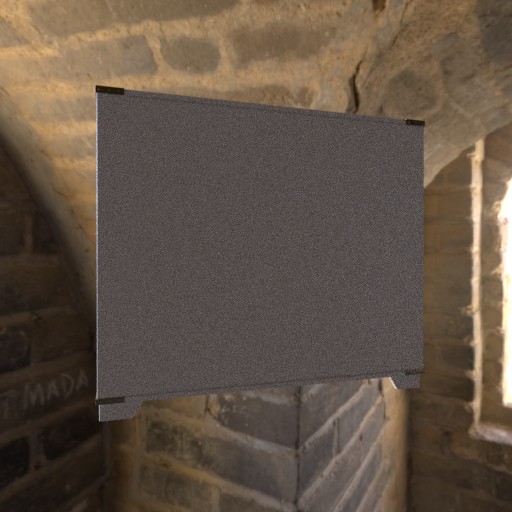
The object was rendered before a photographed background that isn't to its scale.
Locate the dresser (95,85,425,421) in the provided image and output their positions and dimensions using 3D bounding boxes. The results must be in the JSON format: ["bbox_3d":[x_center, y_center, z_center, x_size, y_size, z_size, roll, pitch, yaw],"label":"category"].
[{"bbox_3d":[0.000,0.000,1.526,1.022,0.891,0.460,0,0,-18],"label":"dresser"}]
